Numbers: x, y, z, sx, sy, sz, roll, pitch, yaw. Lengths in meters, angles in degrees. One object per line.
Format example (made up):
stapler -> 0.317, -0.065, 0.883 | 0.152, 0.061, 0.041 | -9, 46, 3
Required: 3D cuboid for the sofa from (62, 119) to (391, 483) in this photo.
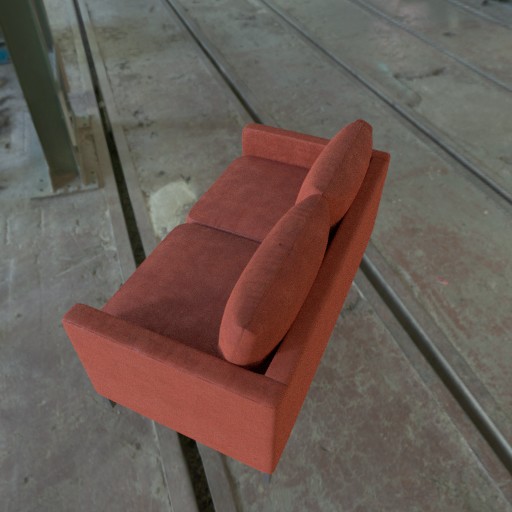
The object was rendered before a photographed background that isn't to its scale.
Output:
sofa -> 0.000, 0.000, 2.093 | 0.864, 0.896, 1.574 | 18, 48, 17
